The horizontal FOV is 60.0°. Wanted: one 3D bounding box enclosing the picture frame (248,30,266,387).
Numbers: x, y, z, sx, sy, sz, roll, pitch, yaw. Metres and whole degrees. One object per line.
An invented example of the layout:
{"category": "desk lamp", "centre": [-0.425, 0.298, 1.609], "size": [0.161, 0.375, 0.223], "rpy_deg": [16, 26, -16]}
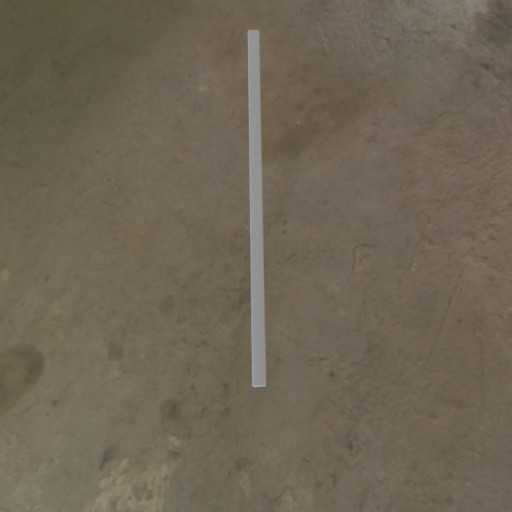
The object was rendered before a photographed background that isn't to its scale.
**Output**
{"category": "picture frame", "centre": [0.000, 0.000, 0.701], "size": [0.012, 0.534, 0.381], "rpy_deg": [-1, 75, 0]}
